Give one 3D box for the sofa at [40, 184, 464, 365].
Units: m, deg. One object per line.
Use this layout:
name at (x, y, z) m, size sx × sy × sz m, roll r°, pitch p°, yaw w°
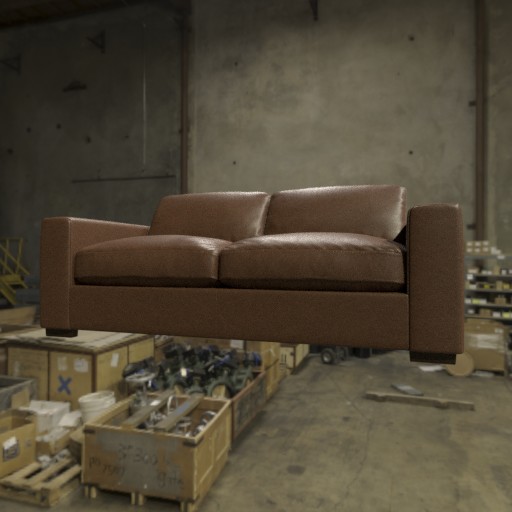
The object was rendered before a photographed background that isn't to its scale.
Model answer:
sofa at (0.000, 0.000, 2.364) m, size 1.920 × 0.800 × 1.070 m, roll 0°, pitch 0°, yaw 18°
